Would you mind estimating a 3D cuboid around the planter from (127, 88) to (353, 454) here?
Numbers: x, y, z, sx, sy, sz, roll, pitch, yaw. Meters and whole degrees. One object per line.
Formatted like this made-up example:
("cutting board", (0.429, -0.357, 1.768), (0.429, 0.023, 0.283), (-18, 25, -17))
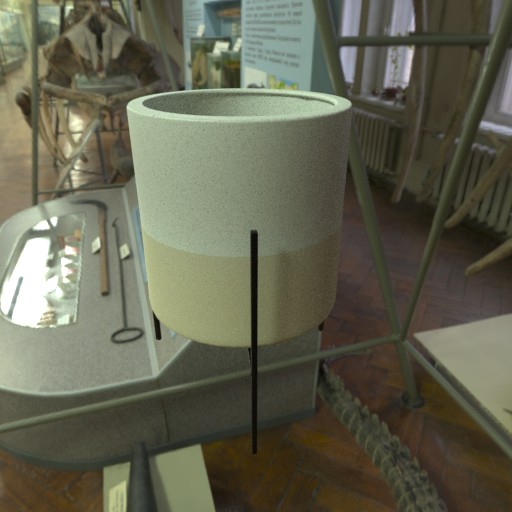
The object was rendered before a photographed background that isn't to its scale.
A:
("planter", (0.000, 0.000, 0.545), (0.263, 0.362, 0.267), (-8, 28, -16))
